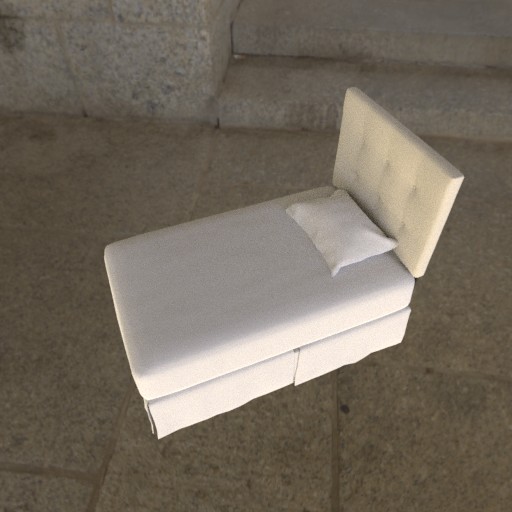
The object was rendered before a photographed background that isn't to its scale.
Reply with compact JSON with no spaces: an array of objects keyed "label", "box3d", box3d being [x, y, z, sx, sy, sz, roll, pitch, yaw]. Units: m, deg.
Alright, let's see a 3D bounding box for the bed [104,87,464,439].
[{"label":"bed","box3d":[0.000,0.000,3.036,1.997,1.571,1.261,-17,49,-15]}]
